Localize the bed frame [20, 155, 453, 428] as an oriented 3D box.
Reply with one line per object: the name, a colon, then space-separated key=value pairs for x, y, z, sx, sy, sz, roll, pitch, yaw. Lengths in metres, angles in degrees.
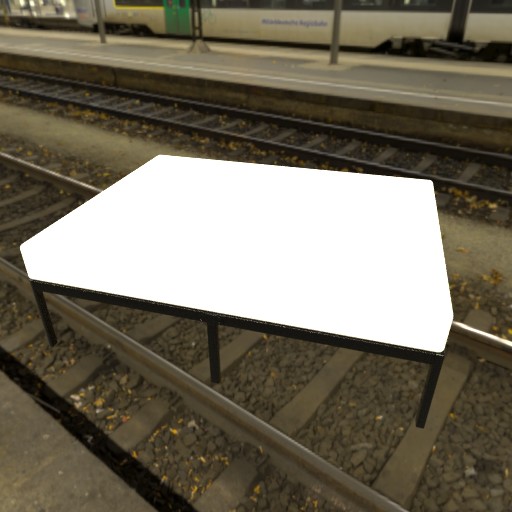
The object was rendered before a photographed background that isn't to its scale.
bed frame: x=0.000 y=0.000 z=2.767 sx=2.072 sy=0.659 sz=1.557 roll=8 pitch=31 yaw=14
